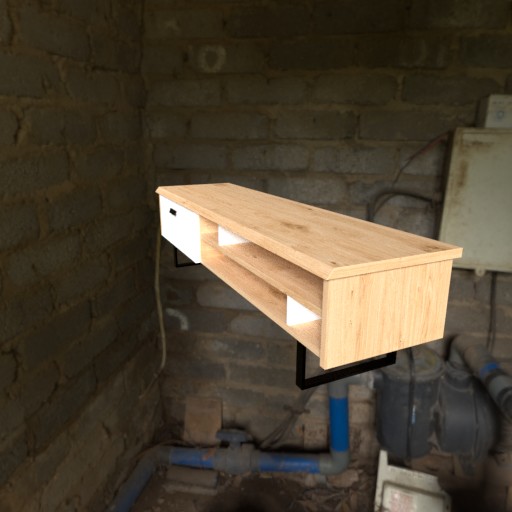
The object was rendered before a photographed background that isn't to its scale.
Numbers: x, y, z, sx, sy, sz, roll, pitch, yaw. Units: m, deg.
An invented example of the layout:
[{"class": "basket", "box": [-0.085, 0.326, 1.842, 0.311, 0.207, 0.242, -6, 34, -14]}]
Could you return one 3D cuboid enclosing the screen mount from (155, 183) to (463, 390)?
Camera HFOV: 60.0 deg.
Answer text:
[{"class": "screen mount", "box": [0.000, 0.000, 1.925, 0.450, 0.430, 1.700, -8, 18, -25]}]
